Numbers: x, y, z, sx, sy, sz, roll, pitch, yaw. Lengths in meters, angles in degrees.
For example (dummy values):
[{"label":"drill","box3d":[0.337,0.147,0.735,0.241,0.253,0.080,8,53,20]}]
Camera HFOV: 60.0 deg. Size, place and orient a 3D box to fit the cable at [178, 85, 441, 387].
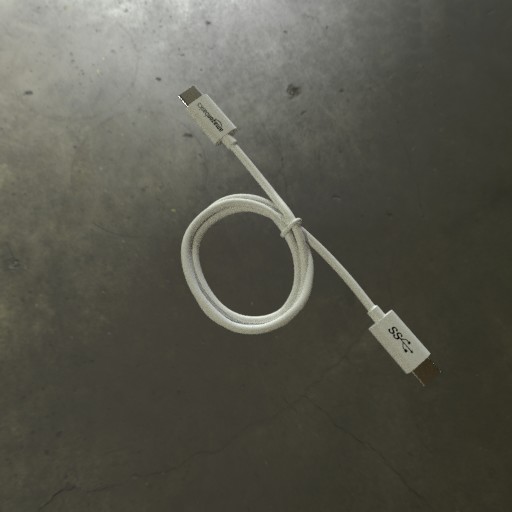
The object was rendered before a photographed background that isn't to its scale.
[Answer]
[{"label":"cable","box3d":[0.000,0.000,0.208,0.070,0.014,0.186,-38,79,-9]}]
